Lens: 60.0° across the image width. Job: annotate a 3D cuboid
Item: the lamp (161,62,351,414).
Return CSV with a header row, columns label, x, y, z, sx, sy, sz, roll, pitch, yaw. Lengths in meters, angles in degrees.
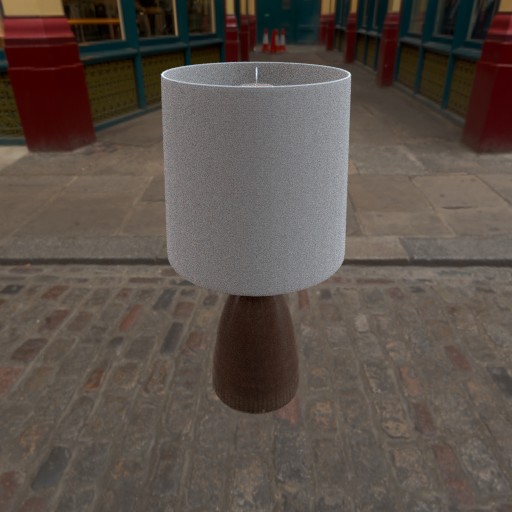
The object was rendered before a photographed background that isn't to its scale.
label,x,y,z,sx,sy,sz,roll,pitch,yaw
lamp,0.000,0.000,0.479,0.186,0.369,0.186,0,29,0
